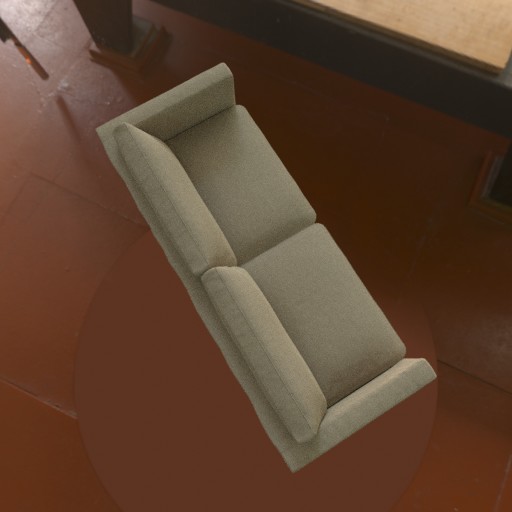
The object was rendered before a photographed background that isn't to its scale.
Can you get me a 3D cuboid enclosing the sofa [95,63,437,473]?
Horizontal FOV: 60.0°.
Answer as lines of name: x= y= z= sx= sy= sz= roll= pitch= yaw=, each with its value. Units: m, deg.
sofa: x=0.000 y=0.000 z=2.794 sx=0.956 sy=0.847 sz=2.296 roll=-30 pitch=78 yaw=-7
